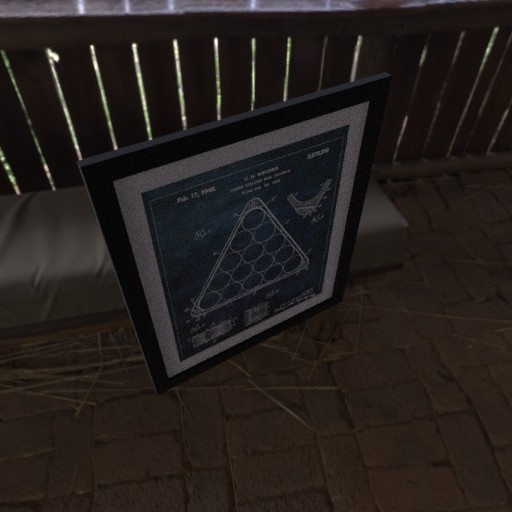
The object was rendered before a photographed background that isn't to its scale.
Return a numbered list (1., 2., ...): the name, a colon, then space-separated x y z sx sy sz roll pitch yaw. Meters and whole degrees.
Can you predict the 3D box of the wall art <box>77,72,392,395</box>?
1. wall art: 0.000 0.000 0.519 0.311 0.361 0.010 -23 50 -21
